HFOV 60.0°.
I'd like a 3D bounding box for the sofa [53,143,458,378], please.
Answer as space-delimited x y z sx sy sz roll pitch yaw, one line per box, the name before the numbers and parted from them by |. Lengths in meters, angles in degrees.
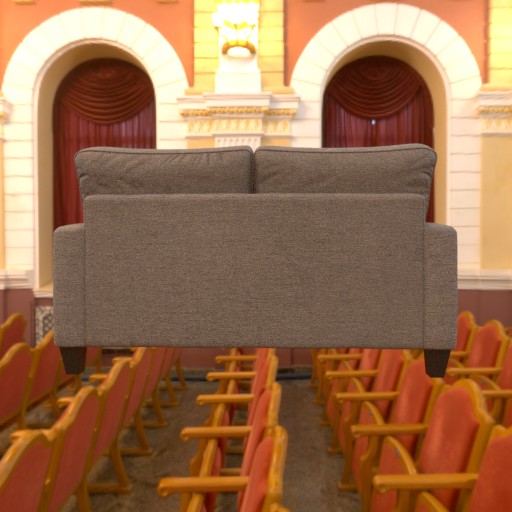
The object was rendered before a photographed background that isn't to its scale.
sofa | 0.000 0.000 2.231 1.651 0.965 0.965 0 1 2
